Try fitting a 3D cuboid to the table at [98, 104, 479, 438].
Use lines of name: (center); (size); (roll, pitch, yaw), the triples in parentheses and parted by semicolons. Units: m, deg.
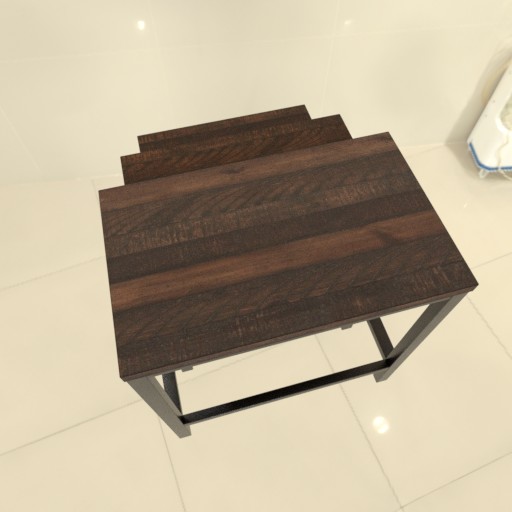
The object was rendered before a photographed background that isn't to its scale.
table: (0.000, 0.000, 1.139); (0.608, 0.616, 0.660); (-13, 60, -8)
